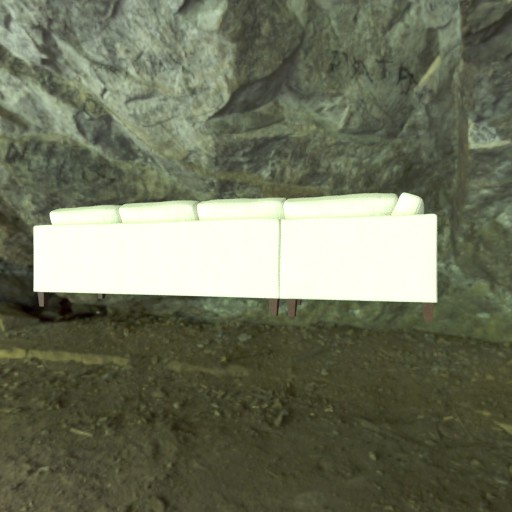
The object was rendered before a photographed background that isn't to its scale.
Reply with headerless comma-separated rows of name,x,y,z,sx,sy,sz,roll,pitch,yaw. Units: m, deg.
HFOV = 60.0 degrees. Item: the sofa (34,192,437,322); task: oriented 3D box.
sofa,0.000,0.000,4.391,3.182,0.863,2.432,0,0,18
